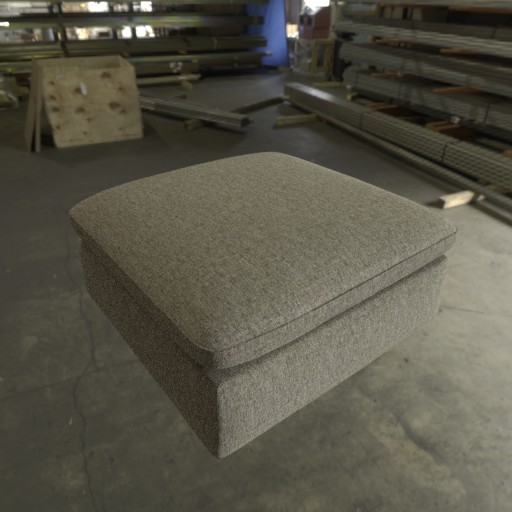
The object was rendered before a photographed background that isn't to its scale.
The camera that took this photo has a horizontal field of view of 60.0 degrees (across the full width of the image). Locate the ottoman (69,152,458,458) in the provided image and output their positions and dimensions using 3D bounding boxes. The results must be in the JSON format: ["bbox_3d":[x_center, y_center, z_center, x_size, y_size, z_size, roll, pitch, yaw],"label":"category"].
[{"bbox_3d":[0.000,0.000,1.649,1.039,0.526,1.035,-22,37,-32],"label":"ottoman"}]
